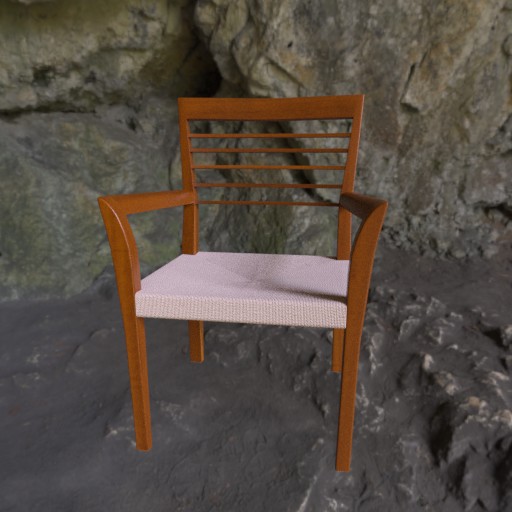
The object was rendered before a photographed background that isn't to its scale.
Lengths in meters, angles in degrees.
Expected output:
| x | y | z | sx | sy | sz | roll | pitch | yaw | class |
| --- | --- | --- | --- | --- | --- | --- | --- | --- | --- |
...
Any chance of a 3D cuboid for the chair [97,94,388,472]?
| x | y | z | sx | sy | sz | roll | pitch | yaw | class |
| --- | --- | --- | --- | --- | --- | --- | --- | --- | --- |
| 0.000 | 0.000 | 1.175 | 0.587 | 0.855 | 0.540 | 2 | 14 | 8 | chair |
